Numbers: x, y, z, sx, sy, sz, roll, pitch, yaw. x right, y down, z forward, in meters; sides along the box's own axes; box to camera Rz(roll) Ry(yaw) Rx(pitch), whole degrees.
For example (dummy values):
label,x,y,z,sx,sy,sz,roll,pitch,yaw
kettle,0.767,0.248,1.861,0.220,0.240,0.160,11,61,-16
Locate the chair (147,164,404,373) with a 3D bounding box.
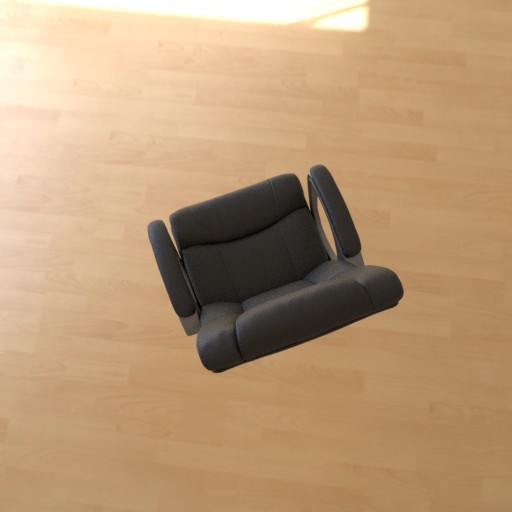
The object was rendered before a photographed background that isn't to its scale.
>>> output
label,x,y,z,sx,sy,sz,roll,pitch,yaw
chair,0.000,0.000,1.608,0.721,1.130,0.719,-18,76,-5
